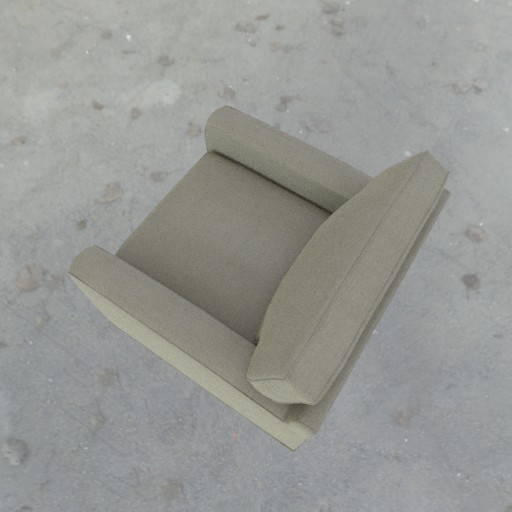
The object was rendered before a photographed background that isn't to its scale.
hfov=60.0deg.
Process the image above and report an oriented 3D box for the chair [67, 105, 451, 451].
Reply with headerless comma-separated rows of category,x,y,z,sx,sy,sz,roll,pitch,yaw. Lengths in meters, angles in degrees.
chair,0.000,0.000,1.779,1.044,0.934,0.999,31,67,14
